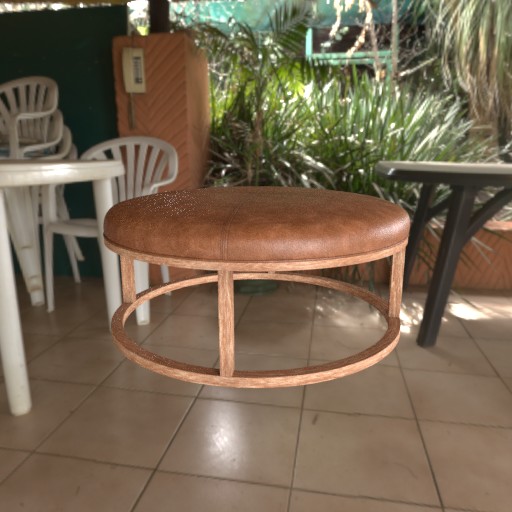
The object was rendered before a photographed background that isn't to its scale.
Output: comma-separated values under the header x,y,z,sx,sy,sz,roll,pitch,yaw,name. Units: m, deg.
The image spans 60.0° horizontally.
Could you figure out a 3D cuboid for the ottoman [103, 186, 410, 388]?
x,y,z,sx,sy,sz,roll,pitch,yaw,name
0.000,0.000,1.552,1.006,0.445,1.006,0,14,0,ottoman
